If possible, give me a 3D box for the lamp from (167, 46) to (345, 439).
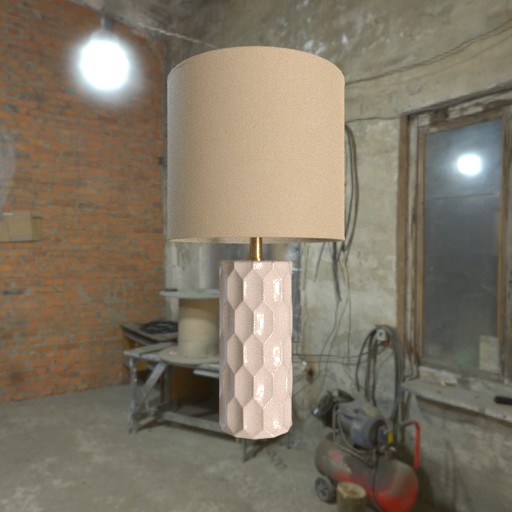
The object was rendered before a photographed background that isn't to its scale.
[{"bbox_3d":[0.000,0.000,0.704,0.277,0.537,0.277,0,0,17],"label":"lamp"}]
